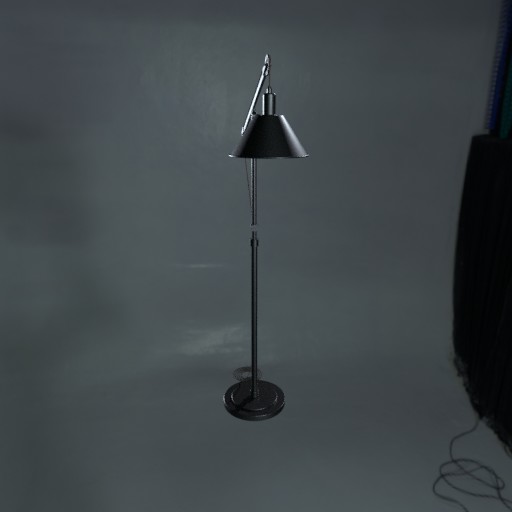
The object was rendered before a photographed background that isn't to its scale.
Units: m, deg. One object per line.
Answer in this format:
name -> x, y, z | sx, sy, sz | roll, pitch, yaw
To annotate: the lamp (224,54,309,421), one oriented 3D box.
lamp -> 0.000, 0.000, 2.029 | 0.319, 1.626, 0.904 | -3, 17, -8
